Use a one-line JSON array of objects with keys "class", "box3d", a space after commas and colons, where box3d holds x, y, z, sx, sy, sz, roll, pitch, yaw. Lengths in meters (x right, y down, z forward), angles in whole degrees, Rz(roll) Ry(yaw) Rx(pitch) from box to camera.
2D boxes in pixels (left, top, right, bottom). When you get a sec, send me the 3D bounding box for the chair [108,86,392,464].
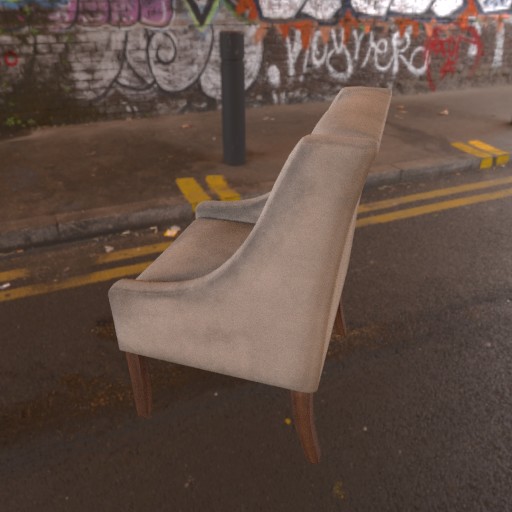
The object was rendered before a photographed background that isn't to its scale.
[{"class": "chair", "box3d": [0.000, 0.000, 1.310, 0.629, 0.895, 0.629, 9, 31, 15]}]
